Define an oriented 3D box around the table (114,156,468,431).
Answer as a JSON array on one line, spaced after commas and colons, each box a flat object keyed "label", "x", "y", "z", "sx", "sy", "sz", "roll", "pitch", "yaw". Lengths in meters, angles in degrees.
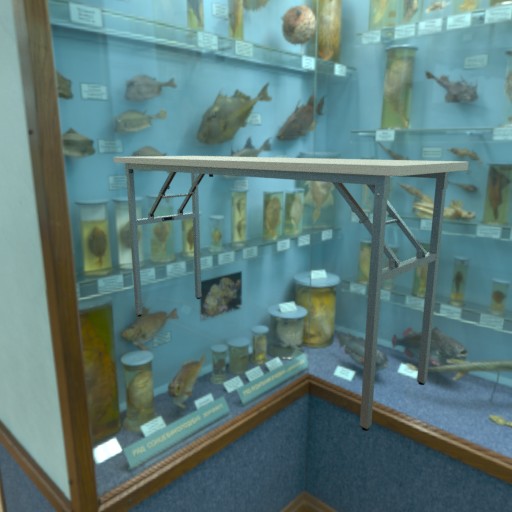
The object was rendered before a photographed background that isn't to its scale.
[{"label": "table", "x": 0.000, "y": 0.000, "z": 1.751, "sx": 0.446, "sy": 0.750, "sz": 1.397, "roll": -13, "pitch": 19, "yaw": -43}]
